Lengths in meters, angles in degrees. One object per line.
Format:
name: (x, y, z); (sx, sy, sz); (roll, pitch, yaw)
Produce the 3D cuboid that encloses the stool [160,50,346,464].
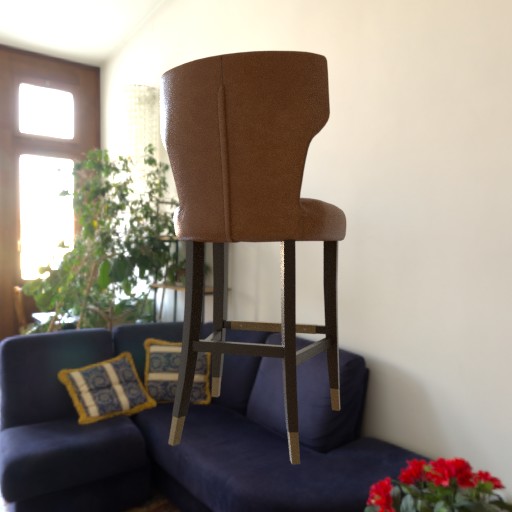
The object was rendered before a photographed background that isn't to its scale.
stool: (0.000, 0.000, 1.432); (0.526, 1.092, 0.563); (0, 1, 18)
